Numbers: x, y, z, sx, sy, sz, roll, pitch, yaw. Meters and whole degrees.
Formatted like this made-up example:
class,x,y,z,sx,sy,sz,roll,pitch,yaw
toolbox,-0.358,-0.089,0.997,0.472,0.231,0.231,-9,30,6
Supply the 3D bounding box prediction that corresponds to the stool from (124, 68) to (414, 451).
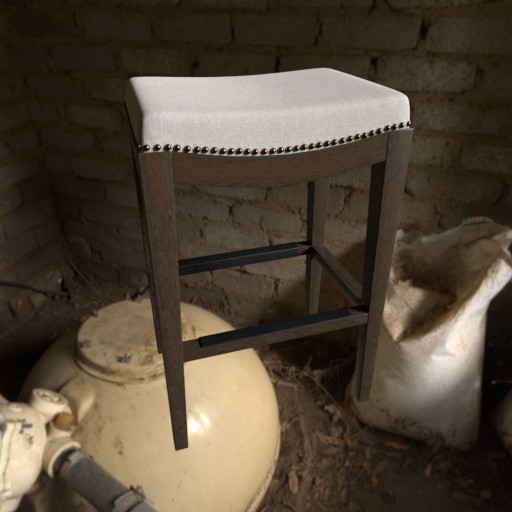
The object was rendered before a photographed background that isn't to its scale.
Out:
class,x,y,z,sx,sy,sz,roll,pitch,yaw
stool,0.000,0.000,1.030,0.498,0.759,0.358,-9,32,-15
